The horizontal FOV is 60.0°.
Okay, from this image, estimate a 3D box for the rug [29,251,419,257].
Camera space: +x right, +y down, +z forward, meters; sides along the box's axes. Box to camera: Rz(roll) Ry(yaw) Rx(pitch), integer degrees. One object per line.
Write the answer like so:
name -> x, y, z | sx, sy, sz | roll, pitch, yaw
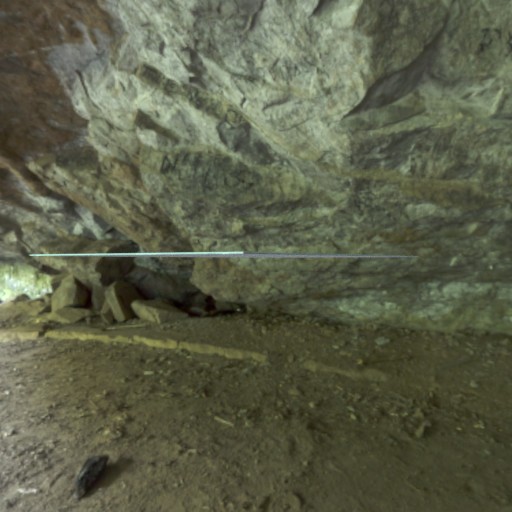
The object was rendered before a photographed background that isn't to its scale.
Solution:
rug -> 0.000, 0.000, 2.984 | 1.522, 0.008, 2.284 | 0, -1, 35
